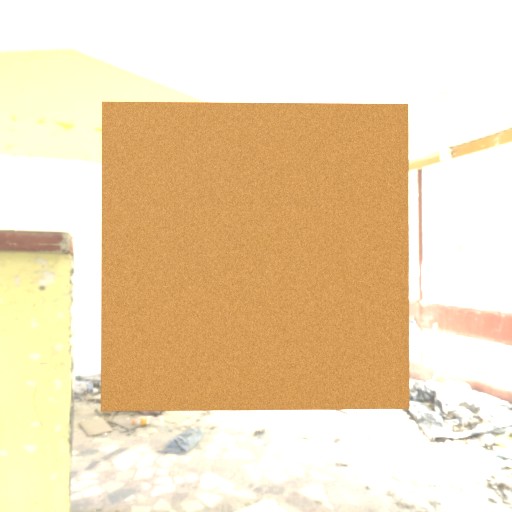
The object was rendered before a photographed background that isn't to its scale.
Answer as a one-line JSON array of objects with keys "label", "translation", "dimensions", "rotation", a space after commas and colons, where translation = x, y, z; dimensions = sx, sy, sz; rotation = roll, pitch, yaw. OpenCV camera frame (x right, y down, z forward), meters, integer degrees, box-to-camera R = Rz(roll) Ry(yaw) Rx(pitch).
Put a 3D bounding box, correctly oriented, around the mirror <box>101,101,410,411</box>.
[{"label": "mirror", "translation": [0.000, 0.000, 1.188], "dimensions": [0.804, 0.804, 0.061], "rotation": [0, -1, -1]}]
